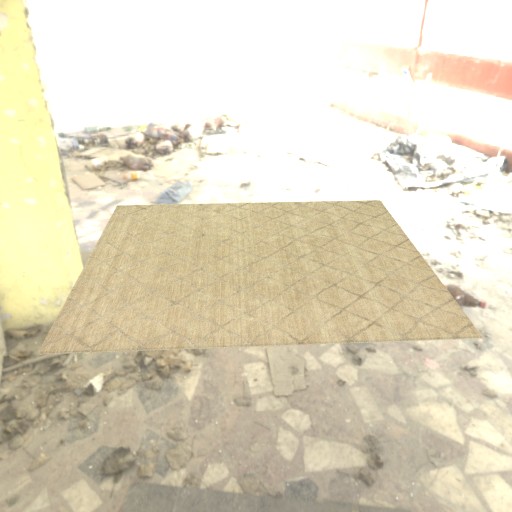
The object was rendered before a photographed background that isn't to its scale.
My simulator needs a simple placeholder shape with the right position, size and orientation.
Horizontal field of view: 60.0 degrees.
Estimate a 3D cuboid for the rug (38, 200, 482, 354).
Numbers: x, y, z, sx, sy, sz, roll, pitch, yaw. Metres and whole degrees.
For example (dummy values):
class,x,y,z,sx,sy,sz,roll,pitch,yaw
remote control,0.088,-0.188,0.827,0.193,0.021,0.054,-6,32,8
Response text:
class,x,y,z,sx,sy,sz,roll,pitch,yaw
rug,0.000,0.000,4.065,3.038,0.019,2.420,-2,30,-3
